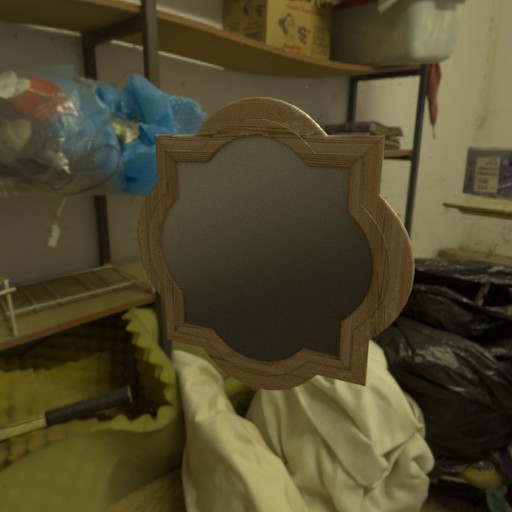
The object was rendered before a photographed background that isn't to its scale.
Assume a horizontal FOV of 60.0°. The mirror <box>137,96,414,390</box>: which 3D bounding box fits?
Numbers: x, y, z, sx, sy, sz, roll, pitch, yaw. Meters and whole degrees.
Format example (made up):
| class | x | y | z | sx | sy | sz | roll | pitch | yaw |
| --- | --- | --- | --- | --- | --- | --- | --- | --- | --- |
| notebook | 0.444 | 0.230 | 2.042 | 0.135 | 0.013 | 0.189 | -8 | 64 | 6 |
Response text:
| class | x | y | z | sx | sy | sz | roll | pitch | yaw |
| --- | --- | --- | --- | --- | --- | --- | --- | --- | --- |
| mirror | 0.000 | 0.000 | 1.039 | 0.686 | 0.686 | 0.019 | 7 | 17 | 24 |
